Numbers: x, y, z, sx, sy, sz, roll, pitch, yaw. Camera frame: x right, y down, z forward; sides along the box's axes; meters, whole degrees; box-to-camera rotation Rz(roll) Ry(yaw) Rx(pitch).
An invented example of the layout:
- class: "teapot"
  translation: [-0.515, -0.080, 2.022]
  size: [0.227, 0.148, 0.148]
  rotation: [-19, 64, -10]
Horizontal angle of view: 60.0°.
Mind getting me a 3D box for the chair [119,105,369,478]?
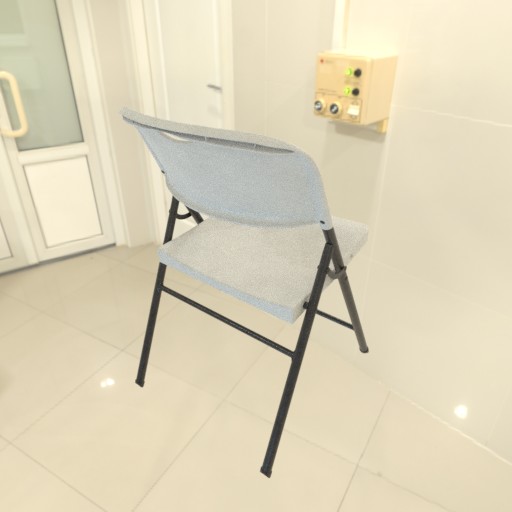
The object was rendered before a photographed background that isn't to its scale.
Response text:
- class: "chair"
  translation: [0.000, 0.000, 1.158]
  size: [0.494, 0.810, 0.566]
  rotation: [22, 37, 31]
